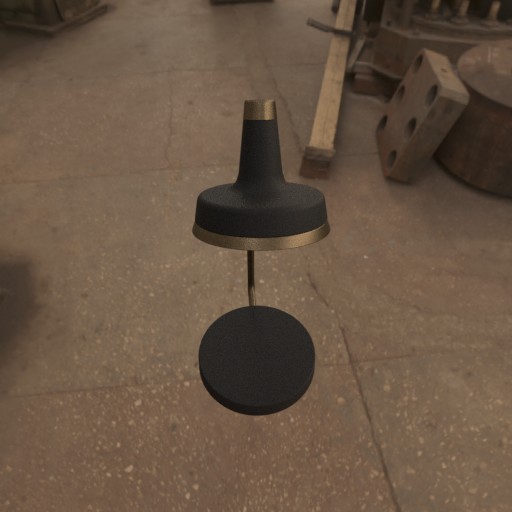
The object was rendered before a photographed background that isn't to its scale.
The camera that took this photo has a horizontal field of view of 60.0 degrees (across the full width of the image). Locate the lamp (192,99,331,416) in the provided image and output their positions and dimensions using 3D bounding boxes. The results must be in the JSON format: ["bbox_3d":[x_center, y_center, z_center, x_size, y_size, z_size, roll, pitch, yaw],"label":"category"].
[{"bbox_3d":[0.000,0.000,0.496,0.162,0.385,0.218,-3,46,-3],"label":"lamp"}]
